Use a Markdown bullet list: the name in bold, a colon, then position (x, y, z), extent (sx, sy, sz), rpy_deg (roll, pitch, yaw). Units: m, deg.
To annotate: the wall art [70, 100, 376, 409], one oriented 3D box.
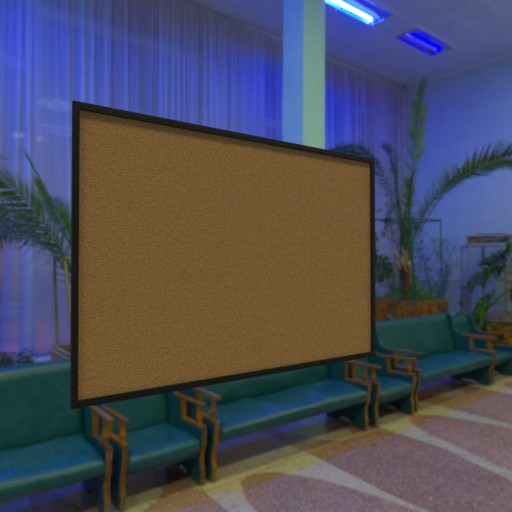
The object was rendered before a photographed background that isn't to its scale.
- **wall art**: position (0.000, 0.000, 1.229), extent (0.963, 0.665, 0.013), rpy_deg (1, -1, -34)
